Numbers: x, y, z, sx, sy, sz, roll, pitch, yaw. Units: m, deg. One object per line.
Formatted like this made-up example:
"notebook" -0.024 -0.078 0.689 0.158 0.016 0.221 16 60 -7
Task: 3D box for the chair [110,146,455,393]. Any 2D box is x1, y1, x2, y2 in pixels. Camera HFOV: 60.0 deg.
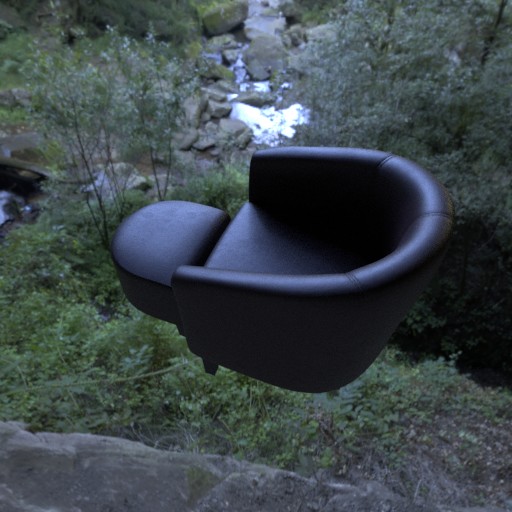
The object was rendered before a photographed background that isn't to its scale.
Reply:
"chair" 0.000 0.000 1.620 1.176 0.755 0.737 16 49 14
